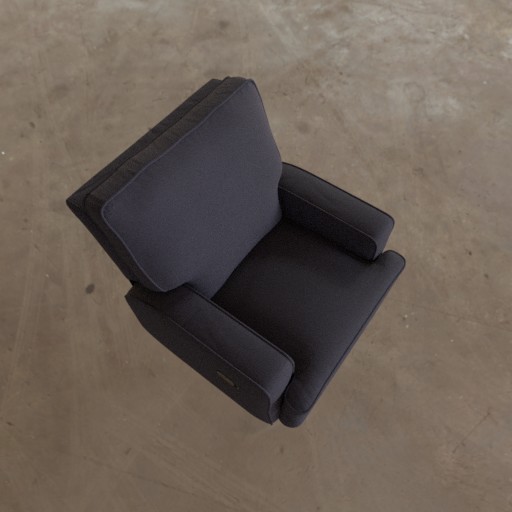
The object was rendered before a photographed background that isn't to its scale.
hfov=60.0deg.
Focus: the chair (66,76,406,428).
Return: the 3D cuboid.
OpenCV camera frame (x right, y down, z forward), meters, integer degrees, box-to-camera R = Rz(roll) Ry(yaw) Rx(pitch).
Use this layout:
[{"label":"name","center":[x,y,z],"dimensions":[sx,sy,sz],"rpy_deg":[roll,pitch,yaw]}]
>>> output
[{"label":"chair","center":[0.000,0.000,1.706],"dimensions":[0.964,0.962,0.861],"rpy_deg":[33,65,18]}]
